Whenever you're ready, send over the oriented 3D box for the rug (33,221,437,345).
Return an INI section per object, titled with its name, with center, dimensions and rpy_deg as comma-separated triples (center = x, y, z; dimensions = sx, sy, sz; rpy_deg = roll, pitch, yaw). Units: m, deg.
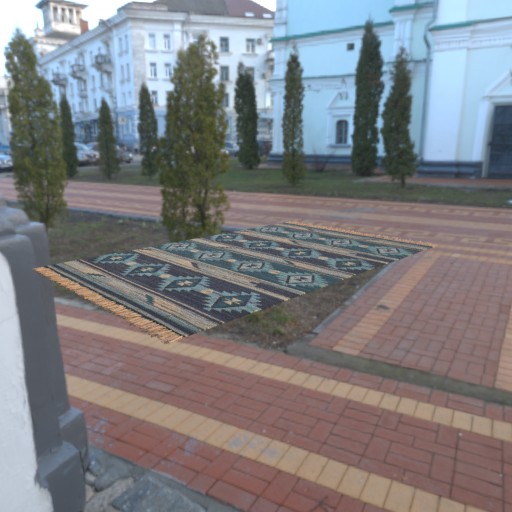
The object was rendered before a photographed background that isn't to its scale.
[rug]
center = 0.000, 0.000, 2.411
dimensions = 1.936, 0.028, 1.181
rpy_deg = -14, 20, -43
